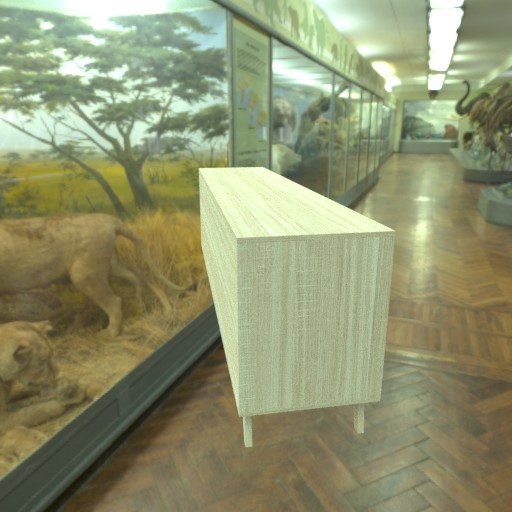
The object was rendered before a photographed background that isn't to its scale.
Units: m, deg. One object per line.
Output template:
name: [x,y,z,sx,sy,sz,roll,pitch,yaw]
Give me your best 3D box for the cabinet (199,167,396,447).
cabinet: [0.000,0.000,2.491,0.500,0.780,2.200,-3,17,-10]
